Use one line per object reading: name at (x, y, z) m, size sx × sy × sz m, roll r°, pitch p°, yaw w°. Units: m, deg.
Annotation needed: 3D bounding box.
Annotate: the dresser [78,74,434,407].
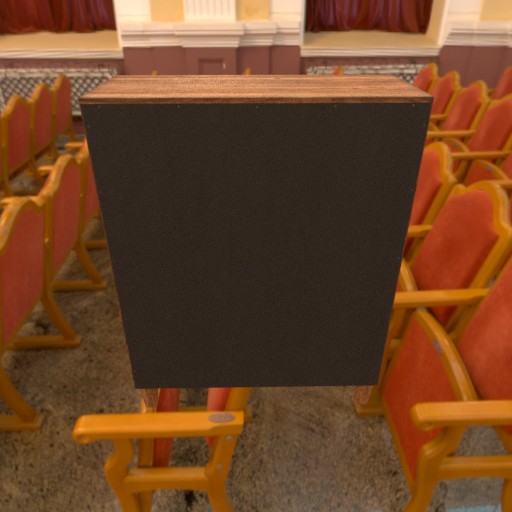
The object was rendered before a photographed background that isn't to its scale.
dresser at (0.000, 0.000, 1.859) m, size 1.067 × 1.359 × 0.438 m, roll -1°, pitch 31°, yaw -1°
